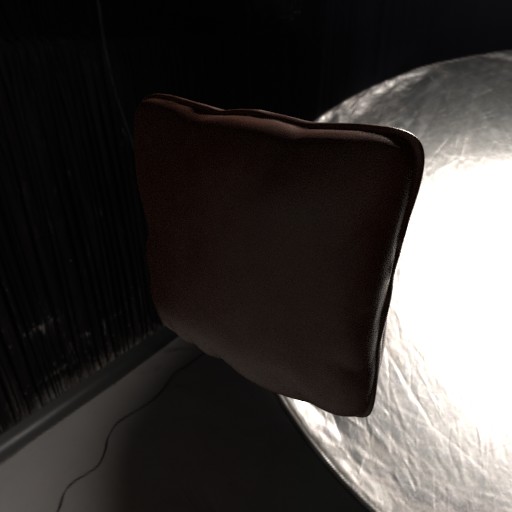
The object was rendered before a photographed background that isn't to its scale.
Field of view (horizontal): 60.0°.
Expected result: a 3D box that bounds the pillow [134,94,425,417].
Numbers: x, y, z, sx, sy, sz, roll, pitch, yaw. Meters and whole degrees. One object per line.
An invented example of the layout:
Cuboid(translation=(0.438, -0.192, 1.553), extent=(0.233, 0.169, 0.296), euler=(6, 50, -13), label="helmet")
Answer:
Cuboid(translation=(0.000, 0.000, 0.804), extent=(0.532, 0.523, 0.236), euler=(20, 35, 31), label="pillow")
